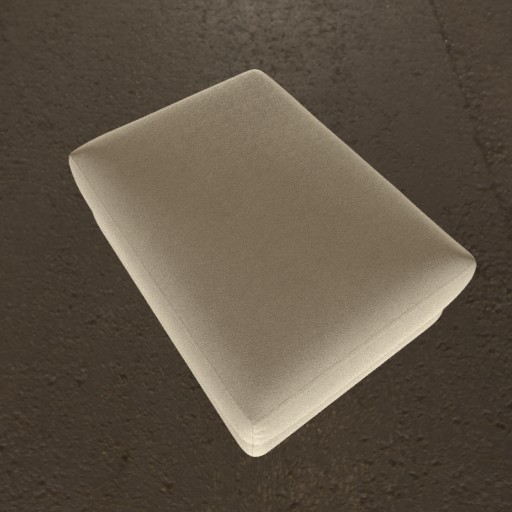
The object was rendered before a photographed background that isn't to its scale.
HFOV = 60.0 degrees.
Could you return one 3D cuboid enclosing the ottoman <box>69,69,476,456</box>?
[{"bbox_3d":[0.000,0.000,1.107,0.569,0.499,0.773,-31,63,-18],"label":"ottoman"}]
